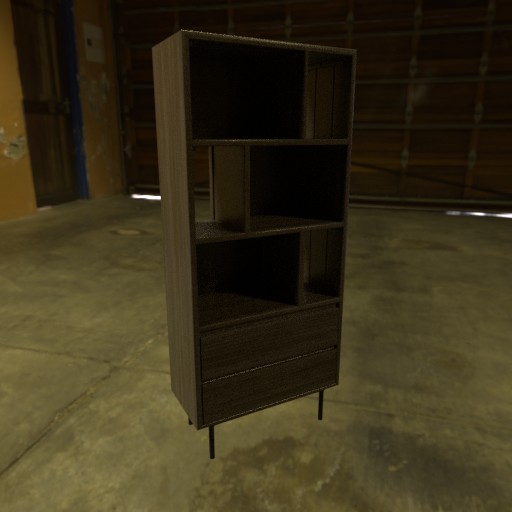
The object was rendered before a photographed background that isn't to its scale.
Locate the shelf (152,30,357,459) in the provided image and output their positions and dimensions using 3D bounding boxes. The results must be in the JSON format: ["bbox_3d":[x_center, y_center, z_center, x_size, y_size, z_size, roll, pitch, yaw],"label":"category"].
[{"bbox_3d":[0.000,0.000,1.798,0.670,1.545,0.323,-8,17,-27],"label":"shelf"}]
